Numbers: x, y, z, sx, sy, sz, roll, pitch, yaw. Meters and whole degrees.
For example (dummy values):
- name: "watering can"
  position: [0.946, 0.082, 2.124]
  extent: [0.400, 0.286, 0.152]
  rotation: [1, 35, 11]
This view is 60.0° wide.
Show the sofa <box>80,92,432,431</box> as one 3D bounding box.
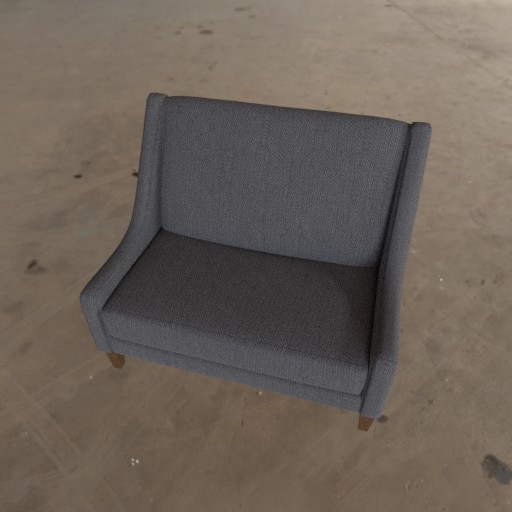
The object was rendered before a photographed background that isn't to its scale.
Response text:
- name: "sofa"
  position: [0.000, 0.000, 1.898]
  extent: [1.242, 1.022, 0.873]
  rotation: [10, 42, 12]
